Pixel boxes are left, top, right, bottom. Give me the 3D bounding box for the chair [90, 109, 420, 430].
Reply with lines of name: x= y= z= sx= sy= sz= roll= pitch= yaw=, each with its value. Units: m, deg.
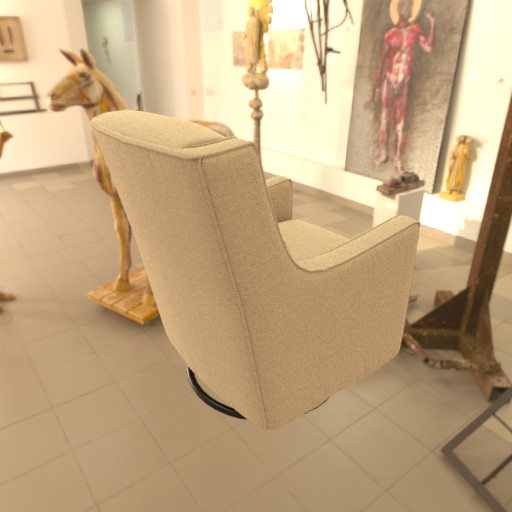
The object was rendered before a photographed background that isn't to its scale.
chair: x=0.000 y=0.000 z=1.547 sx=0.879 sy=0.993 sz=0.732 roll=-18 pitch=31 yaw=-33
